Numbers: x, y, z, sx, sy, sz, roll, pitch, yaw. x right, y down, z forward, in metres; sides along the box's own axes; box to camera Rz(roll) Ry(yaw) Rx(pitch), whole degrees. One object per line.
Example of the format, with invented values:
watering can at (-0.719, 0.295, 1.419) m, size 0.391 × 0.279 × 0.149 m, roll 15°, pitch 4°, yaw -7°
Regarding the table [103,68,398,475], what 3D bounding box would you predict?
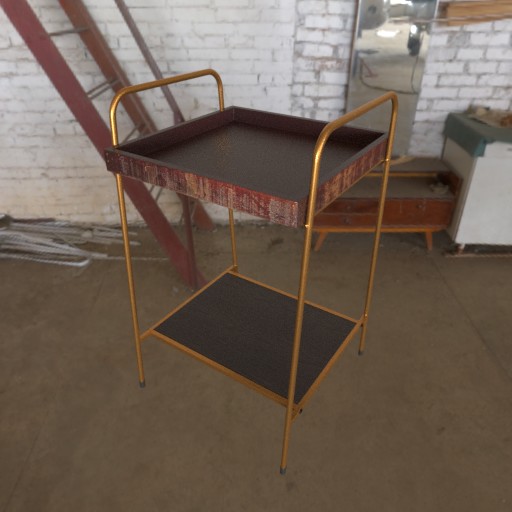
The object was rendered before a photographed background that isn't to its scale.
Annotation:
table at (0.000, 0.000, 0.988) m, size 0.430 × 0.710 × 0.430 m, roll 20°, pitch 37°, yaw 28°
